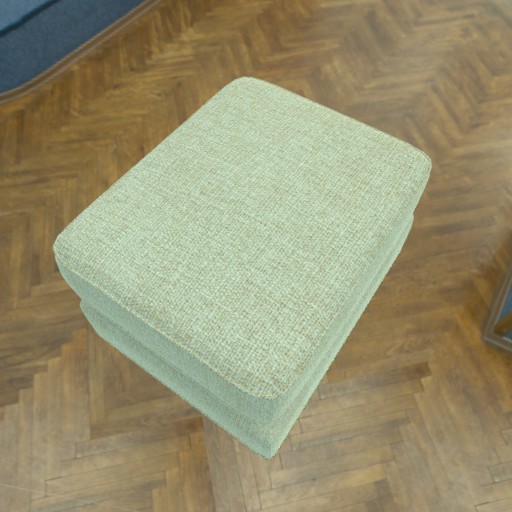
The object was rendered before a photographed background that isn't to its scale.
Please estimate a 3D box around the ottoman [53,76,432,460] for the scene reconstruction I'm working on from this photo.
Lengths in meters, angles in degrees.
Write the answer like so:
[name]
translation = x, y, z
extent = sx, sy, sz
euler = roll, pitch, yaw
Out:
[ottoman]
translation = 0.000, 0.000, 1.138
extent = 0.589, 0.537, 0.738
euler = 30, 63, 18
